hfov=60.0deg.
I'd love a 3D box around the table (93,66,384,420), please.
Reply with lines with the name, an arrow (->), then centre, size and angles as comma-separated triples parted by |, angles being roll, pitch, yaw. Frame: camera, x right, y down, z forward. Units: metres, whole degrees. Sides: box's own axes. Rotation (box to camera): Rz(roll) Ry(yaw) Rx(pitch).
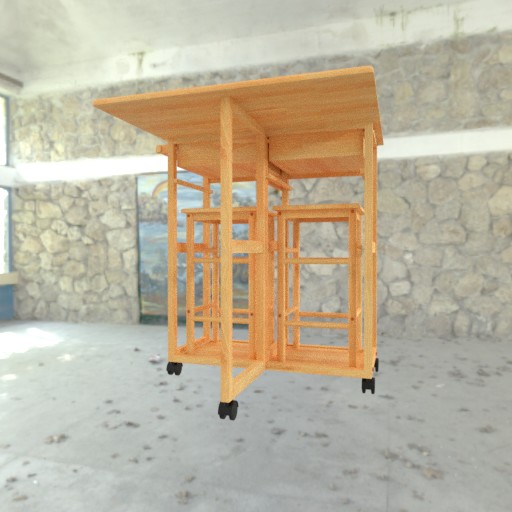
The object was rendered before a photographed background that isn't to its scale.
table -> 0.000, 0.000, 1.399 | 0.752, 0.832, 0.693 | 0, 1, 18
